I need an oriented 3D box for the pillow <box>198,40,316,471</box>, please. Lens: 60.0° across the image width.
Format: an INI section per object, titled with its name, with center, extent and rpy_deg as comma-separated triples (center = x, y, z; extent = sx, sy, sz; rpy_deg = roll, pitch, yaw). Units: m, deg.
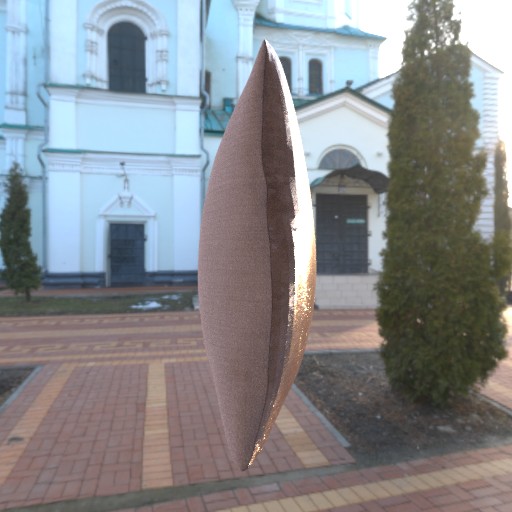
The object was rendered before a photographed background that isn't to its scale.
[pillow]
center = 0.000, 0.000, 0.703
extent = 0.175, 0.464, 0.470
rpy_deg = 0, 0, 0
